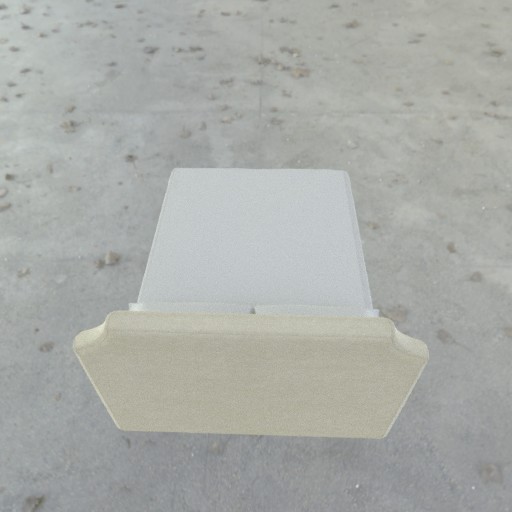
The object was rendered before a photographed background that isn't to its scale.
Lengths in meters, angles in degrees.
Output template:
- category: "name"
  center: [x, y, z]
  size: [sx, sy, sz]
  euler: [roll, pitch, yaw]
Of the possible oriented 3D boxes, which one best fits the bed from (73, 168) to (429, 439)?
- category: "bed"
  center: [0.000, 0.000, 3.268]
  size: [1.828, 1.297, 2.164]
  euler: [1, 48, 1]
